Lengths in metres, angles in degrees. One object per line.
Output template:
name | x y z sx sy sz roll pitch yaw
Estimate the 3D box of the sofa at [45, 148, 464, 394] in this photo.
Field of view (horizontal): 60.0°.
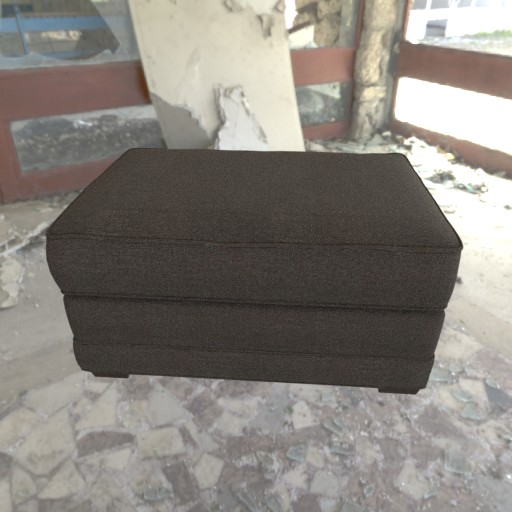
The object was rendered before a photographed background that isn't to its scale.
sofa | 0.000 0.000 1.204 0.854 0.457 0.578 2 31 4
